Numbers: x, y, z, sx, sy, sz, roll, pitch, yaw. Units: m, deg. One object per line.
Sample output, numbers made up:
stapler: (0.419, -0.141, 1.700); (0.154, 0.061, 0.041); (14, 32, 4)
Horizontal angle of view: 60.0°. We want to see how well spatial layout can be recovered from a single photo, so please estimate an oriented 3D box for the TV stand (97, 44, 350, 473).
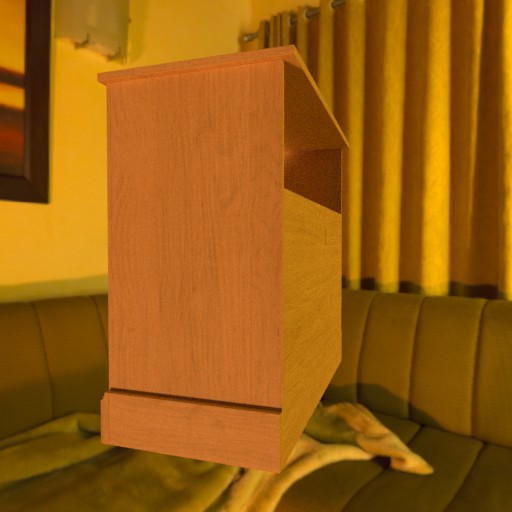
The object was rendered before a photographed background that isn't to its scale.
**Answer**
TV stand: (0.000, 0.000, 1.279); (0.430, 0.787, 0.851); (1, 2, 19)
